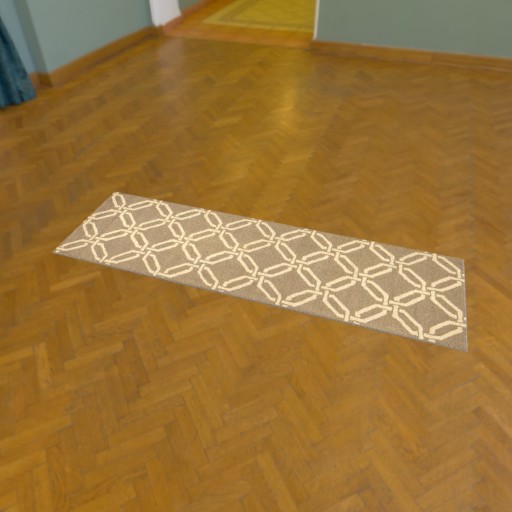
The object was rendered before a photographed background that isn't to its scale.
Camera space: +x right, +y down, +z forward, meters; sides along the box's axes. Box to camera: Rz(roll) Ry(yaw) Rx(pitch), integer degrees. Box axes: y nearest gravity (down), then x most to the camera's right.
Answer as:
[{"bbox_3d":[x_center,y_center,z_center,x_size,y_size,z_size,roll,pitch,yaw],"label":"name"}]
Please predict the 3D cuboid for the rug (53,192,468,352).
[{"bbox_3d":[0.000,0.000,2.554,2.276,0.014,0.678,12,42,14],"label":"rug"}]
